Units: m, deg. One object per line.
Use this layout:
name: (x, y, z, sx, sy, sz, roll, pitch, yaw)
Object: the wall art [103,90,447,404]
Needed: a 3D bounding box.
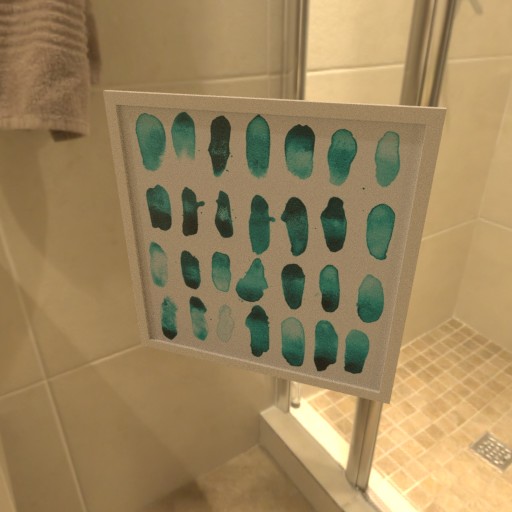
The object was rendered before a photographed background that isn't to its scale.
wall art: (0.000, 0.000, 0.674, 0.456, 0.457, 0.009, 9, 29, 17)
